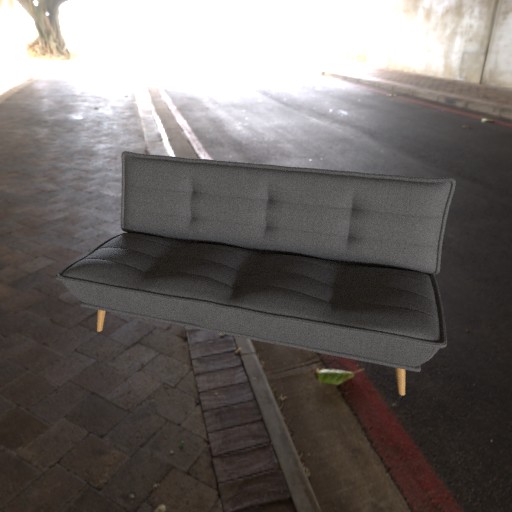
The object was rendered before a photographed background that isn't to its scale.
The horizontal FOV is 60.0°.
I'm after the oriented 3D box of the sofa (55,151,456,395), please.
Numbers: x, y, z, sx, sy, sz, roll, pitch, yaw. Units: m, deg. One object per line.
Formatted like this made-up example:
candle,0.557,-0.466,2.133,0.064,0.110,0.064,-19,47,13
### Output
sofa,0.000,0.000,2.447,1.940,0.890,0.950,8,28,15
